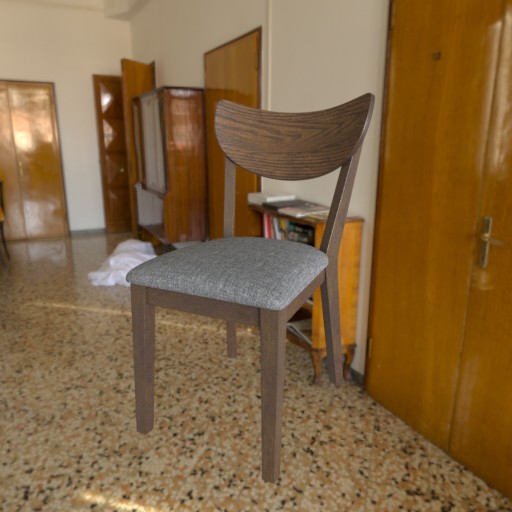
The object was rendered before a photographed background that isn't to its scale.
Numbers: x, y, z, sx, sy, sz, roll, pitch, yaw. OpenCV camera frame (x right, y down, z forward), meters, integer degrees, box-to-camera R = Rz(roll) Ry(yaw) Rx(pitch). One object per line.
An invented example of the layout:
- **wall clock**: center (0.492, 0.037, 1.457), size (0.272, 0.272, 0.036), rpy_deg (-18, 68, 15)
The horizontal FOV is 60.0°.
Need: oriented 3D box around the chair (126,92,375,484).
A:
- **chair**: center (0.000, 0.000, 1.197), size (0.491, 0.849, 0.583), rpy_deg (7, 16, 26)
